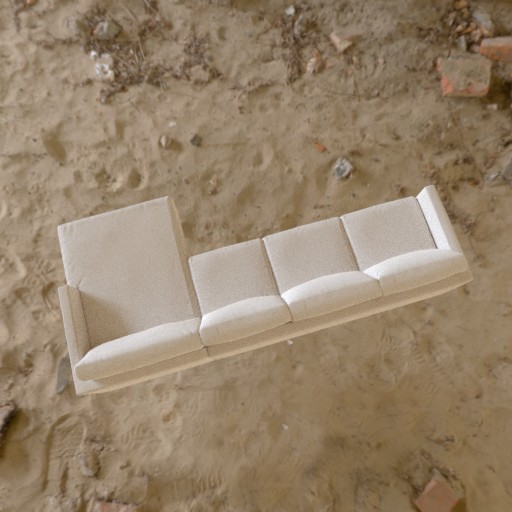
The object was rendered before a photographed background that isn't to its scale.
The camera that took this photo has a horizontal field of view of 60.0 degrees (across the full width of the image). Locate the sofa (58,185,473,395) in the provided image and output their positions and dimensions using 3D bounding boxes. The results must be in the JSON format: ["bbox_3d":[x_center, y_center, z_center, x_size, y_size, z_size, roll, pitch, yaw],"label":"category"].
[{"bbox_3d":[0.000,0.000,4.121,3.471,0.954,1.606,-16,76,-4],"label":"sofa"}]
